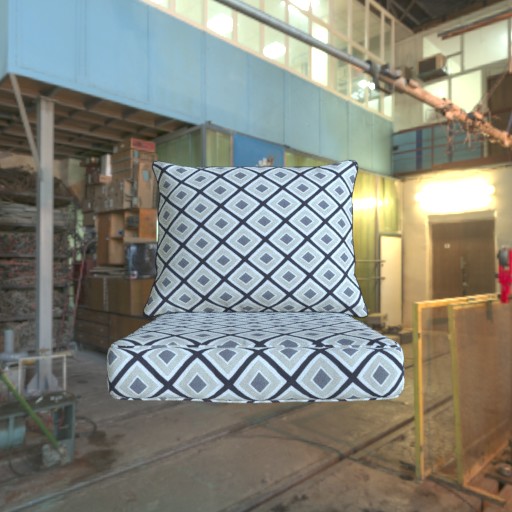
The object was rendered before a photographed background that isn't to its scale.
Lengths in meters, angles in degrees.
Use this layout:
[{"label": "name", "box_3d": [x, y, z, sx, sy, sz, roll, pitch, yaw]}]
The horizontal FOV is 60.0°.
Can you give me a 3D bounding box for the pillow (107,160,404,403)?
[{"label": "pillow", "box_3d": [0.000, 0.000, 1.361, 0.798, 0.722, 0.733, 0, -1, 0]}]
